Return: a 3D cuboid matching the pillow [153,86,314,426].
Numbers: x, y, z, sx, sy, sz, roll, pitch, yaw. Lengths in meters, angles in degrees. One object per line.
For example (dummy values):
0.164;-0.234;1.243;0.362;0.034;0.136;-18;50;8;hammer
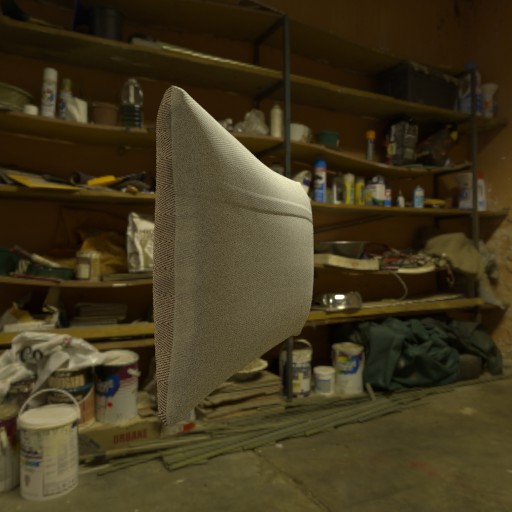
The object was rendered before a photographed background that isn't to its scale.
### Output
0.000;0.000;0.629;0.139;0.305;0.506;0;0;18;pillow
